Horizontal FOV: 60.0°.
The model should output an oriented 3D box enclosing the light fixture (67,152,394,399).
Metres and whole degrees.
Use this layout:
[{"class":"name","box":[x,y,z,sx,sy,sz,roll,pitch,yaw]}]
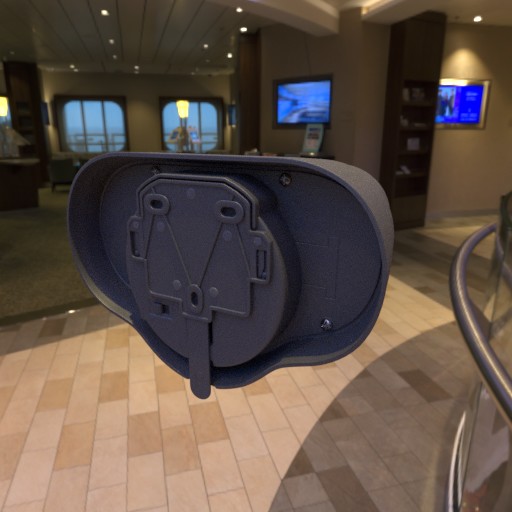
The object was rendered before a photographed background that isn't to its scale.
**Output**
[{"class":"light fixture","box":[0.000,0.000,0.339,0.229,0.159,0.159,9,18,27]}]
